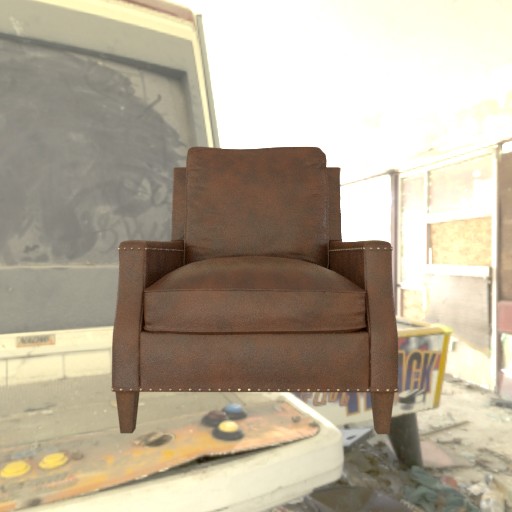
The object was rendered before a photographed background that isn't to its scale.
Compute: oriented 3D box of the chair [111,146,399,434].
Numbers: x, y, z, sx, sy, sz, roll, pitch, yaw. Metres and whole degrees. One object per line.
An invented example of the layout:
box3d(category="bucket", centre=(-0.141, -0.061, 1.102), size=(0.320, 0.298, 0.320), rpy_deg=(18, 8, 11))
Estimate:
box3d(category="chair", centre=(0.000, 0.000, 1.780), size=(0.854, 1.054, 1.035), rpy_deg=(0, 0, 0))
